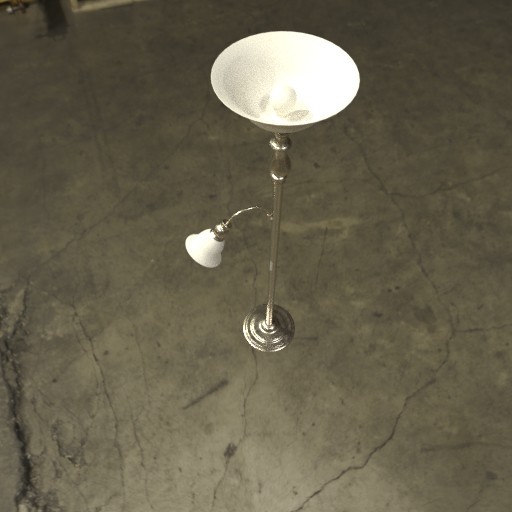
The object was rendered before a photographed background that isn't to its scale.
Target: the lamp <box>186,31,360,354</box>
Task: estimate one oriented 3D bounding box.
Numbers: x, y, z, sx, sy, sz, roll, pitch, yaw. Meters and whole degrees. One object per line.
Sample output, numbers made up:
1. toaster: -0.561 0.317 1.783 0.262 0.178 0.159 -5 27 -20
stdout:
1. lamp: 0.000 0.000 1.954 0.575 1.785 0.405 -17 59 -10
